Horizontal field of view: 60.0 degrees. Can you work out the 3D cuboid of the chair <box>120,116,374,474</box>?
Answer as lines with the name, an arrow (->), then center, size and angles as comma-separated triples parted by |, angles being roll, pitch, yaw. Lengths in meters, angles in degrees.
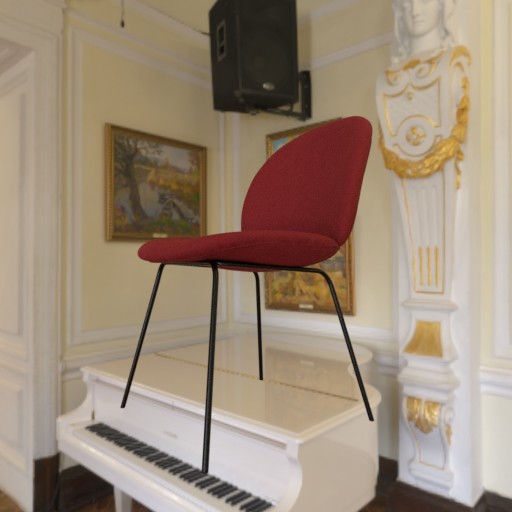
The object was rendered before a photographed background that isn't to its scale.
chair -> 0.000, 0.000, 1.140 | 0.587, 0.791, 0.458 | 0, -1, -36
